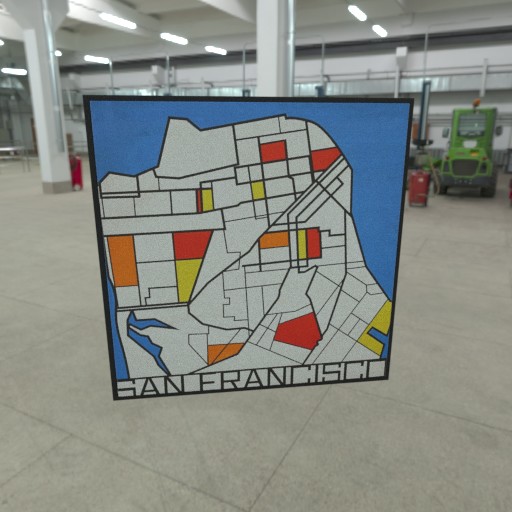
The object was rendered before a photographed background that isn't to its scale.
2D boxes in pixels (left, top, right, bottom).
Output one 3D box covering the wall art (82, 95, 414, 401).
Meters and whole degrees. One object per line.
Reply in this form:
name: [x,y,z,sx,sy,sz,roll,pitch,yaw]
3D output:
wall art: [0.000,0.000,0.675,0.458,0.457,0.013,-2,16,-7]
